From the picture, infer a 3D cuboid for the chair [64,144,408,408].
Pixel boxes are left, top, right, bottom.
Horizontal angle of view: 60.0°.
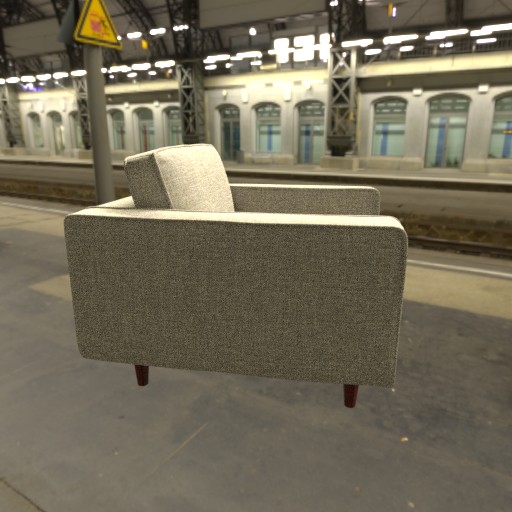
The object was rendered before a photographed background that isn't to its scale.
[{"bbox_3d":[0.000,0.000,1.569,0.914,0.765,0.889,3,15,10],"label":"chair"}]
